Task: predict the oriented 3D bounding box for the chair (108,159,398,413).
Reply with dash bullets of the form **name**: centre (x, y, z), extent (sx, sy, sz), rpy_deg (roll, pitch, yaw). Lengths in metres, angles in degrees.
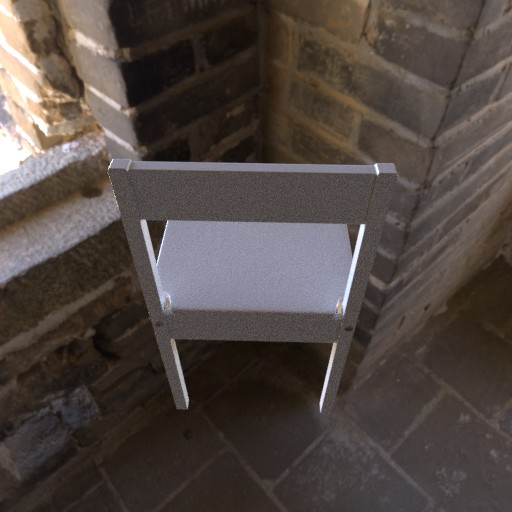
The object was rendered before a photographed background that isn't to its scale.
- **chair**: centre (0.000, 0.000, 0.904), extent (0.367, 0.668, 0.361), rpy_deg (1, 46, 1)
